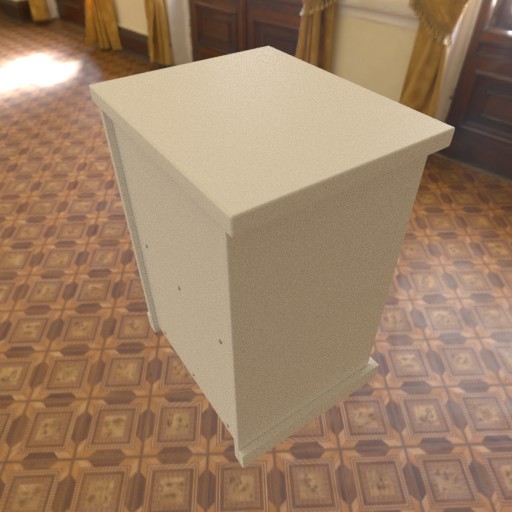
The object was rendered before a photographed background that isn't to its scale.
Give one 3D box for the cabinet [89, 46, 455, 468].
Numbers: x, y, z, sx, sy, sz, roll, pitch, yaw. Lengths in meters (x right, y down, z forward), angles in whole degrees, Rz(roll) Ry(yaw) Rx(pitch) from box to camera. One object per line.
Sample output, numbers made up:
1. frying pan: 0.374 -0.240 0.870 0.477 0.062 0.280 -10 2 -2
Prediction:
1. cabinet: 0.000 0.000 1.027 0.431 0.723 0.520 -25 47 -25
